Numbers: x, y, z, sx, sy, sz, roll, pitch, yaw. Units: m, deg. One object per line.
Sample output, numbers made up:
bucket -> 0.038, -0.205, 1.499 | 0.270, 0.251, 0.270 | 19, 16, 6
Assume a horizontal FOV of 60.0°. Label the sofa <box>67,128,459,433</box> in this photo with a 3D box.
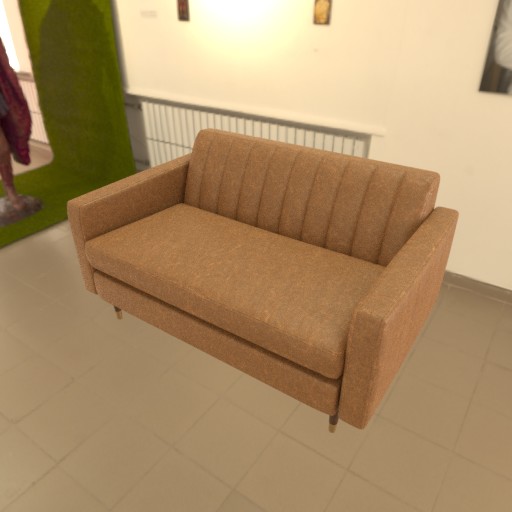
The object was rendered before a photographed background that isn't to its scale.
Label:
sofa -> 0.000, 0.000, 2.094 | 1.549, 0.820, 0.960 | 19, 36, 29
